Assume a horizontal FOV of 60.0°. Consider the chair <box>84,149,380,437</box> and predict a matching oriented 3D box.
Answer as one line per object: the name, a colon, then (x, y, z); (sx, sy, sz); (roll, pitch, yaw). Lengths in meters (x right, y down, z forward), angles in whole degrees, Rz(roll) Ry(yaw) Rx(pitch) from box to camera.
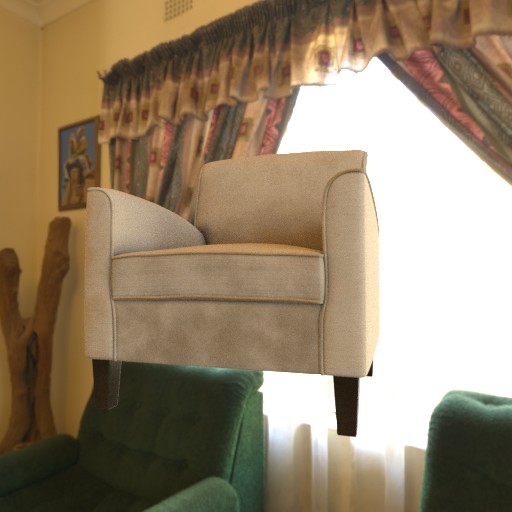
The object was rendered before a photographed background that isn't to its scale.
chair: (0.000, 0.000, 1.556); (0.820, 0.915, 0.821); (-1, -3, 18)
